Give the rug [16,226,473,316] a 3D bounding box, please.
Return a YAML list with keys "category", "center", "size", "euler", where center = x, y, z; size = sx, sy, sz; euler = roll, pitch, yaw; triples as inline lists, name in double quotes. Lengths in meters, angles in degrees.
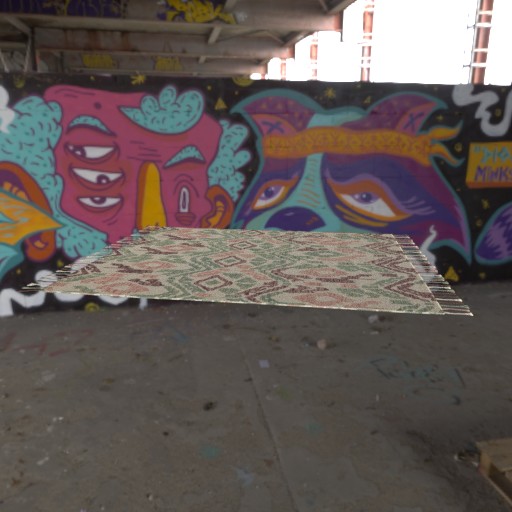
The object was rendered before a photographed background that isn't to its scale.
- category: "rug"
  center: [0.000, 0.000, 4.024]
  size: [3.048, 0.010, 2.438]
  euler: [2, 15, 9]
